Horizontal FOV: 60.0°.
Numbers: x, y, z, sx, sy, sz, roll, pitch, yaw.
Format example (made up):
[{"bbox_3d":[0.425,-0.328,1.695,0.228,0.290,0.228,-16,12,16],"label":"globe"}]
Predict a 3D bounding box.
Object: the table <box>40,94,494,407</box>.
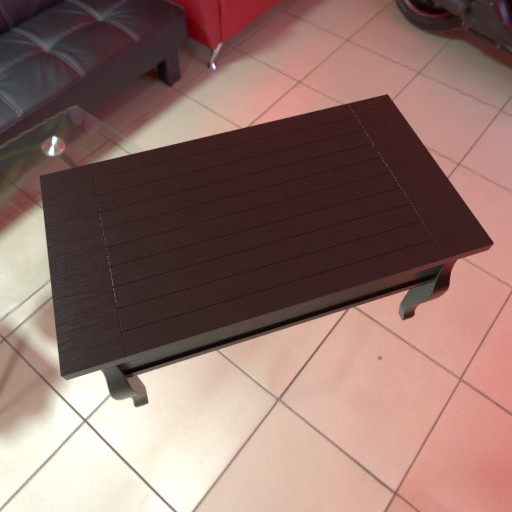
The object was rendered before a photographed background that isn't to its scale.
[{"bbox_3d":[0.000,0.000,1.376,1.062,0.494,0.600,-16,61,-9],"label":"table"}]
